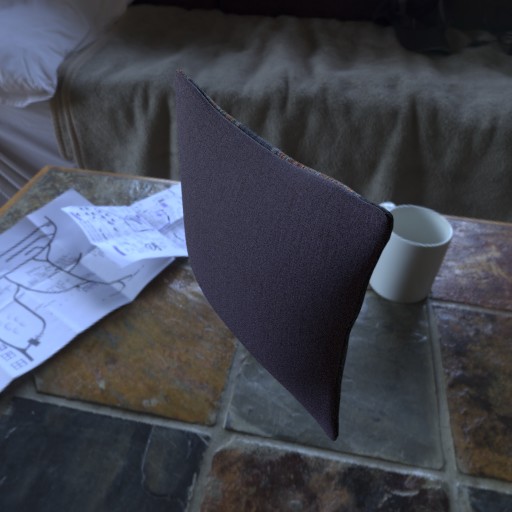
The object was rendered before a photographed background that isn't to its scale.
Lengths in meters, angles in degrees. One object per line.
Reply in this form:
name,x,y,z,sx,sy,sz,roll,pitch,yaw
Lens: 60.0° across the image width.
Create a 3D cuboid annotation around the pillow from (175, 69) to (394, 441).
pillow,0.000,0.000,0.653,0.136,0.419,0.437,-24,47,-24
